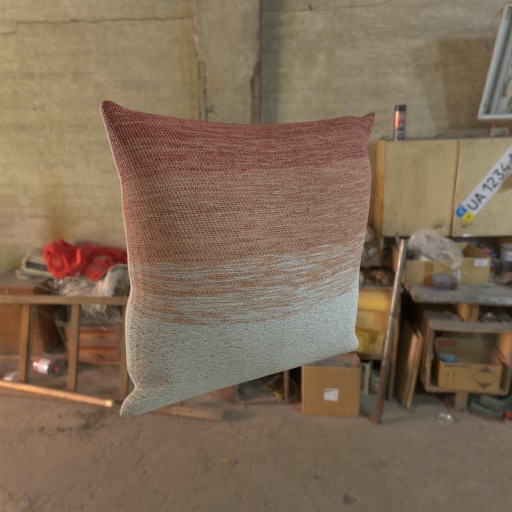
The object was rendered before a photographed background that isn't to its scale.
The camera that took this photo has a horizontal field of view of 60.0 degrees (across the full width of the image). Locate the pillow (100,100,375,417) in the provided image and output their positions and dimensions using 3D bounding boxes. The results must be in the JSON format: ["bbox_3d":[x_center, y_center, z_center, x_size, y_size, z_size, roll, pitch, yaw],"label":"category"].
[{"bbox_3d":[0.000,0.000,0.680,0.440,0.441,0.182,-8,18,-26],"label":"pillow"}]
